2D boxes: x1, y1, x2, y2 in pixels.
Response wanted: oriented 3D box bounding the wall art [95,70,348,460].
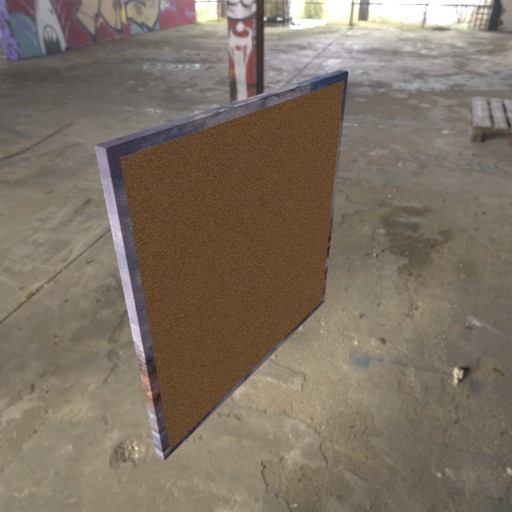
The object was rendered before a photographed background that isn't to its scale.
[{"bbox_3d":[0.000,0.000,1.301,0.035,0.897,0.888,22,39,31],"label":"wall art"}]
